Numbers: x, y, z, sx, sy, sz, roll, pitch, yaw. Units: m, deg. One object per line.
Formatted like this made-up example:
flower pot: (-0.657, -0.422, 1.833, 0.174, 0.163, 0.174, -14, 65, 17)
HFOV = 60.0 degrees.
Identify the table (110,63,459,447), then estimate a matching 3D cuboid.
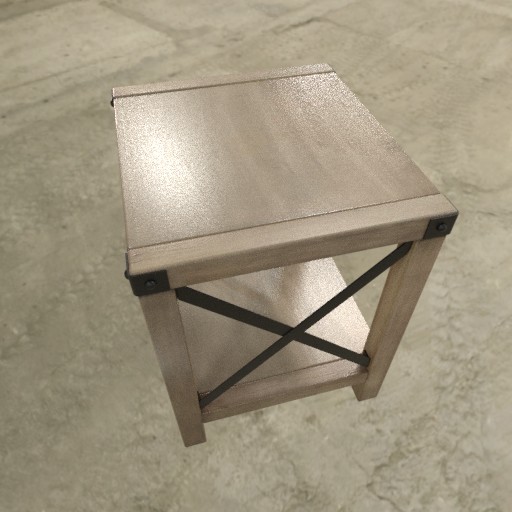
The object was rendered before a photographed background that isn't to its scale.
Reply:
table: (0.000, 0.000, 0.930, 0.459, 0.561, 0.510, -11, 48, -10)
